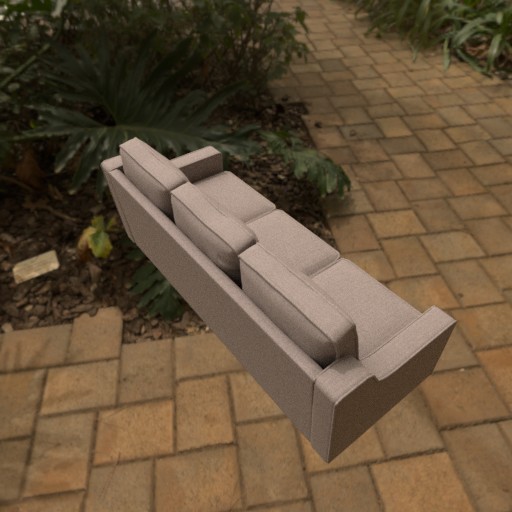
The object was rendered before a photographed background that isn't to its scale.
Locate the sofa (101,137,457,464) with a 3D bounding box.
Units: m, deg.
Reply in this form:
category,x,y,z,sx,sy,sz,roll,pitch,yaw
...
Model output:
category,x,y,z,sx,sy,sz,roll,pitch,yaw
sofa,0.000,0.000,2.645,0.899,0.950,2.129,-28,50,-27
